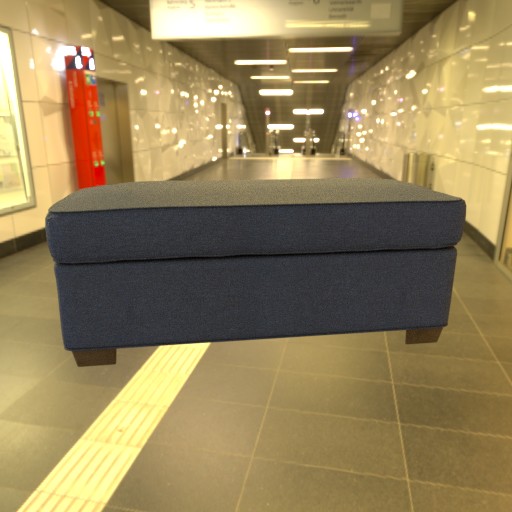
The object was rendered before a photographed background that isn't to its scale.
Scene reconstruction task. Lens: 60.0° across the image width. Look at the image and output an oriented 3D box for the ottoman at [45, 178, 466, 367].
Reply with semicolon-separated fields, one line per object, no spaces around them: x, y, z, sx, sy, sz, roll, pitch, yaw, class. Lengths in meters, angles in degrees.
0.000;0.000;1.405;1.110;0.460;0.515;-2;17;-8;ottoman
